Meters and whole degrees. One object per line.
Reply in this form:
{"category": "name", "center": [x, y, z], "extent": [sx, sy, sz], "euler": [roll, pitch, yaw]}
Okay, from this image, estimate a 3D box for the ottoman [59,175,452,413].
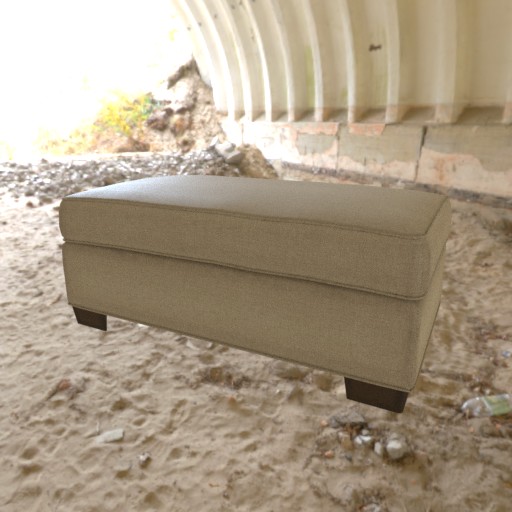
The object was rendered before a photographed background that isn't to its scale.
{"category": "ottoman", "center": [0.000, 0.000, 1.428], "extent": [1.097, 0.461, 0.617], "euler": [9, 19, 26]}
